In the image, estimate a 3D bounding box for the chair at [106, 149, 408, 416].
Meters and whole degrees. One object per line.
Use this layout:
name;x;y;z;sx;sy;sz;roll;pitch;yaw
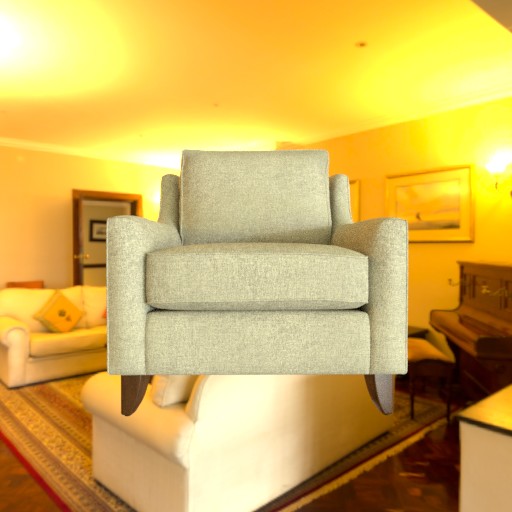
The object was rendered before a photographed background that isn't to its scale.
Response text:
chair;0.000;0.000;1.584;0.838;0.864;0.918;0;1;-1
